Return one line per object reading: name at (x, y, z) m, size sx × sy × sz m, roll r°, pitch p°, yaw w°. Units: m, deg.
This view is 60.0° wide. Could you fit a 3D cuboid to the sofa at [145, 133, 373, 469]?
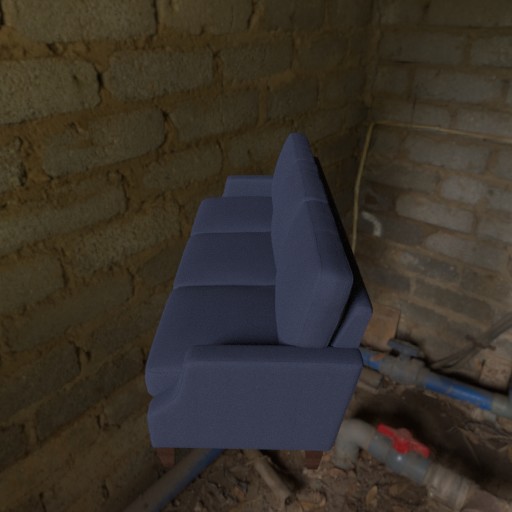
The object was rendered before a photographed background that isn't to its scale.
sofa at (0.000, 0.000, 2.578) m, size 0.888 × 0.984 × 2.115 m, roll 1°, pitch 29°, yaw 1°
